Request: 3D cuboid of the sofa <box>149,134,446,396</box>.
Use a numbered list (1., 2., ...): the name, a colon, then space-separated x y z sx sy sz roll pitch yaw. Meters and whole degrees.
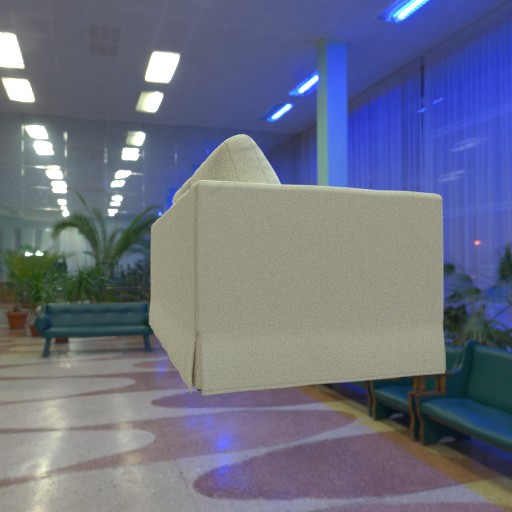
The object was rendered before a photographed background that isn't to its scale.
1. sofa: 0.000 0.000 2.432 1.009 0.932 1.813 0 -1 -18
